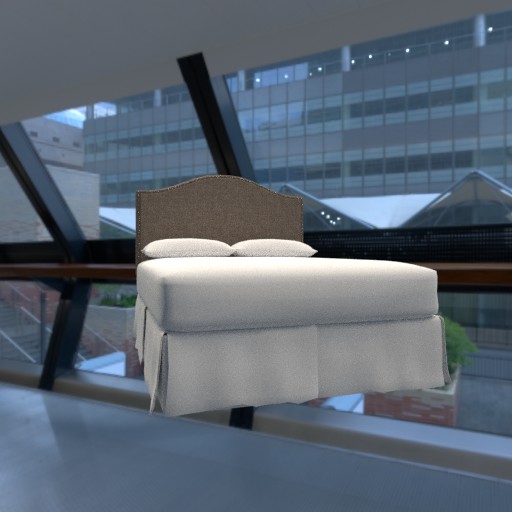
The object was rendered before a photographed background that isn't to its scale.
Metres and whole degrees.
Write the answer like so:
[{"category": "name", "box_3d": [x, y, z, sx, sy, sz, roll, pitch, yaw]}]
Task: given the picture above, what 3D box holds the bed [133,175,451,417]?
[{"category": "bed", "box_3d": [0.000, 0.000, 3.279, 1.713, 1.518, 2.153, 0, 1, -18]}]
